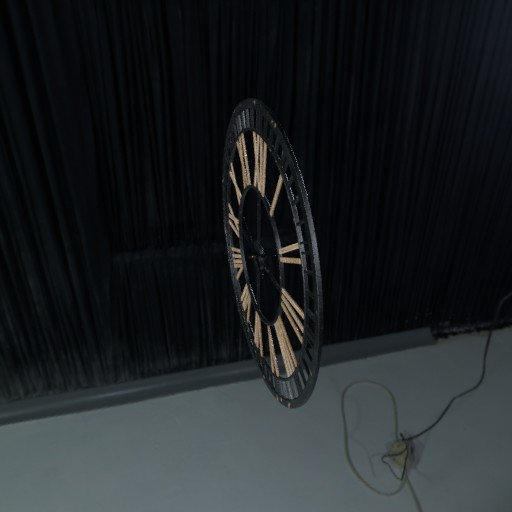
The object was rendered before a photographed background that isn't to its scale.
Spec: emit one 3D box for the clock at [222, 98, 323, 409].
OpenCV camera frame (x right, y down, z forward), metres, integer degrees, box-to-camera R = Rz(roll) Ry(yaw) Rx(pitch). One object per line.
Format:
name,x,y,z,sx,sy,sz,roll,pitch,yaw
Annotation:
clock,0.000,0.000,1.259,0.025,0.843,0.843,-9,31,-15
